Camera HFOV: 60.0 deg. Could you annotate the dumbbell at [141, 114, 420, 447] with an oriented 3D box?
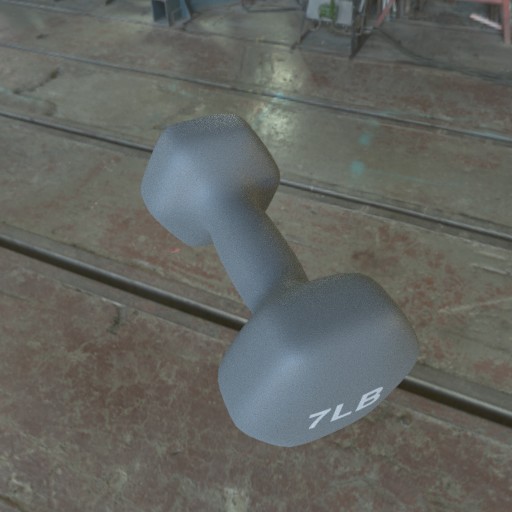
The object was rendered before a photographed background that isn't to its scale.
[{"bbox_3d":[0.000,0.000,0.235,0.090,0.081,0.184,-16,48,-16],"label":"dumbbell"}]
